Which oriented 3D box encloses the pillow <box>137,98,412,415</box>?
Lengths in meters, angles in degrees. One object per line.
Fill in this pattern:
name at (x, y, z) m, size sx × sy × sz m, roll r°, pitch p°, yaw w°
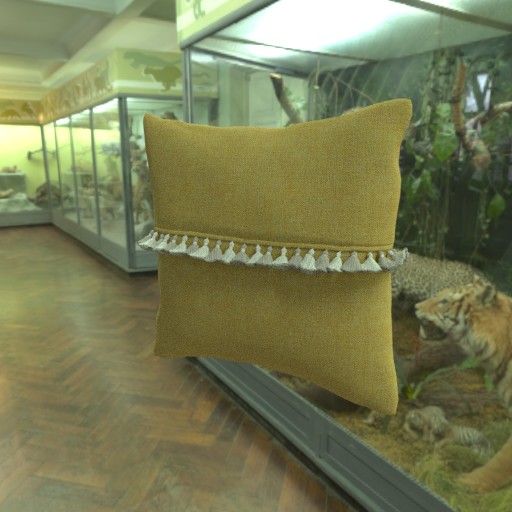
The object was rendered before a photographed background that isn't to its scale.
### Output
pillow at (0.000, 0.000, 0.743) m, size 0.485 × 0.481 × 0.167 m, roll 6°, pitch 14°, yaw 26°
